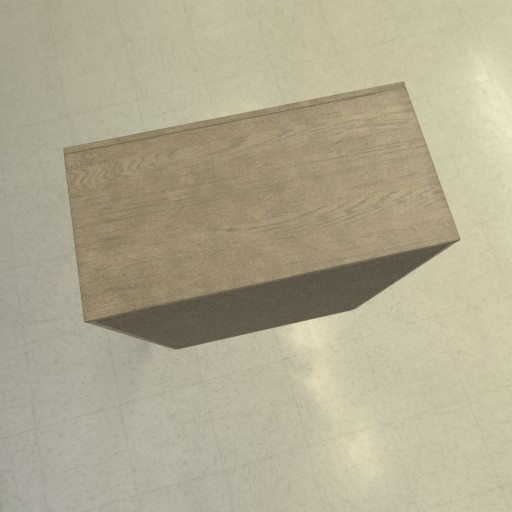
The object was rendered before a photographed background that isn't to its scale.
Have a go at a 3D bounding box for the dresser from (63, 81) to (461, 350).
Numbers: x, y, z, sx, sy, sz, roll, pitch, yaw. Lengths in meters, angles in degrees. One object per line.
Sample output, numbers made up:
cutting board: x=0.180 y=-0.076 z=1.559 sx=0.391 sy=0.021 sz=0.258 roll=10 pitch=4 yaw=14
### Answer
dresser: x=0.000 y=0.000 z=1.793 sx=0.967 sy=1.295 sz=0.483 roll=-12 pitch=75 yaw=-3
